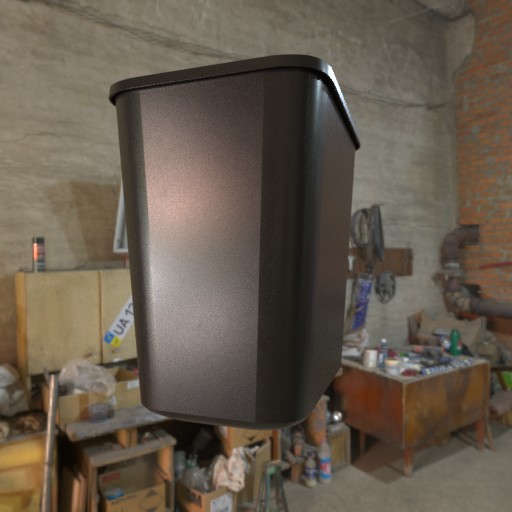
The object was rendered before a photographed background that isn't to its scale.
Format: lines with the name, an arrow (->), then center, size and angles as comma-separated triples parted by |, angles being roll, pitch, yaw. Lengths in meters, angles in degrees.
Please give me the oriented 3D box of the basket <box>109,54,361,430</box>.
basket -> 0.000, 0.000, 0.503 | 0.211, 0.307, 0.300 | 0, -1, 19
